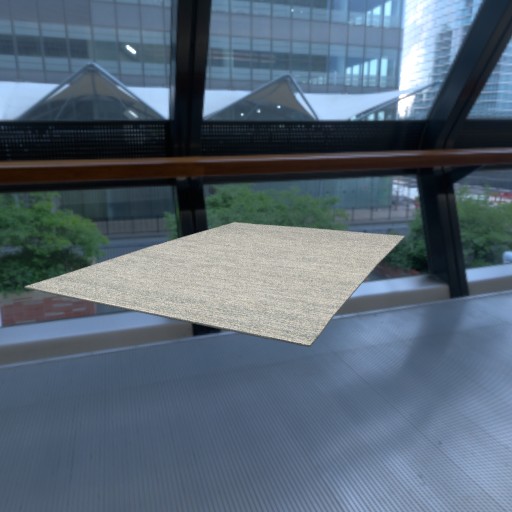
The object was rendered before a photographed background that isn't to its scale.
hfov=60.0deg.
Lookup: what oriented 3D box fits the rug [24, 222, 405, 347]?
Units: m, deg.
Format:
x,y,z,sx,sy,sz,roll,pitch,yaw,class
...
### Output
x,y,z,sx,sy,sz,roll,pitch,yaw,class
0.000,0.000,3.029,1.616,0.030,2.338,7,15,26,rug
